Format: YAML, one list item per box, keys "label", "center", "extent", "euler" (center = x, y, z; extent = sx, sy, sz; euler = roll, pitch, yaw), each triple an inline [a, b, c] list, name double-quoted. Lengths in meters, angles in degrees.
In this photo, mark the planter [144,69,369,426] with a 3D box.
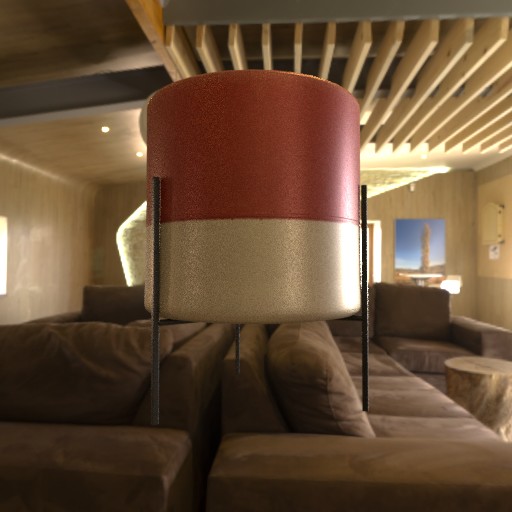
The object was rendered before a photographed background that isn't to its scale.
- label: "planter"
  center: [0.000, 0.000, 0.723]
  extent: [0.354, 0.465, 0.345]
  euler: [-1, -2, 19]
